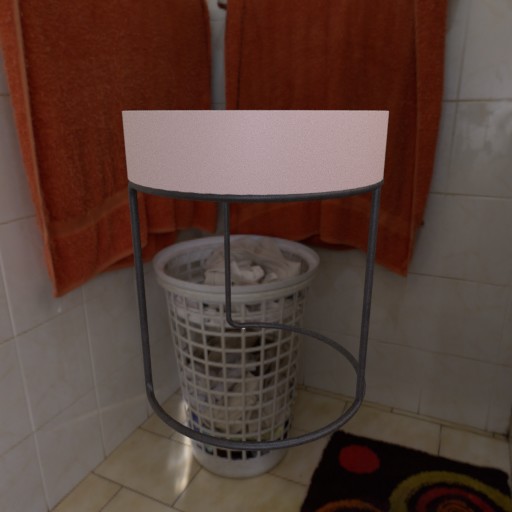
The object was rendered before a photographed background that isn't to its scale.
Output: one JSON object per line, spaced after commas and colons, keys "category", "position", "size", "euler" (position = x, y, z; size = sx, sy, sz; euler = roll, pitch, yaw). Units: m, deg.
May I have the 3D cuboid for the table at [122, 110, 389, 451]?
{"category": "table", "position": [0.000, 0.000, 0.853], "size": [0.450, 0.530, 0.450], "euler": [0, 18, 0]}
